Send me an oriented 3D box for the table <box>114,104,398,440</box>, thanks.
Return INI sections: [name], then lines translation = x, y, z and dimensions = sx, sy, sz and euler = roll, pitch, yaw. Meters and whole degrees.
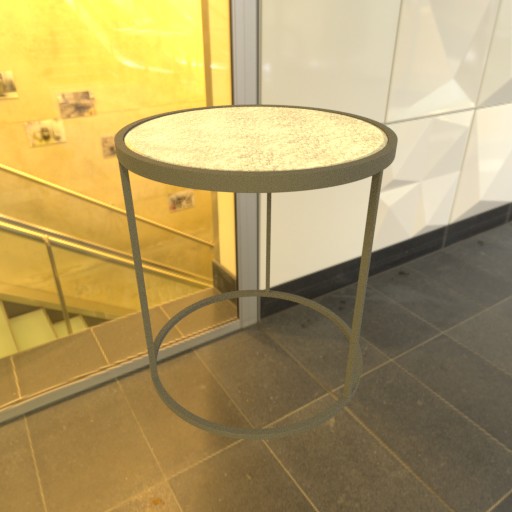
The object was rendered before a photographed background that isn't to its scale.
[table]
translation = 0.000, 0.000, 0.884
dimensions = 0.470, 0.498, 0.470
euler = 0, 29, 0
